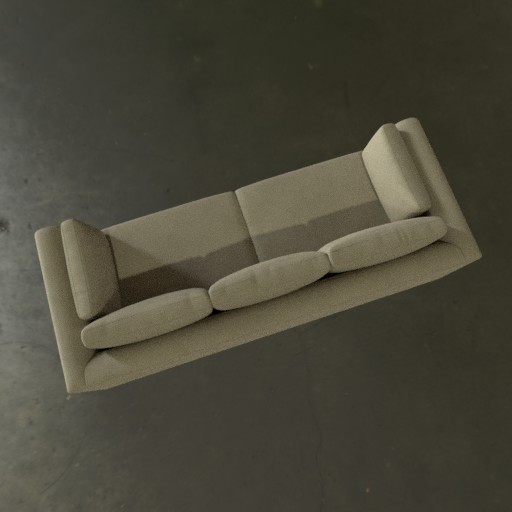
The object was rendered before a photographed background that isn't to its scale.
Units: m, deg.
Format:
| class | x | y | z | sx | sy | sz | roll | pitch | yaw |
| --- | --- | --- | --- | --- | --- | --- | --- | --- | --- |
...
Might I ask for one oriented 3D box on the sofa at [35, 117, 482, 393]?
| class | x | y | z | sx | sy | sz | roll | pitch | yaw |
| --- | --- | --- | --- | --- | --- | --- | --- | --- | --- |
| sofa | 0.000 | 0.000 | 2.852 | 2.415 | 0.867 | 0.969 | -18 | 76 | -4 |
